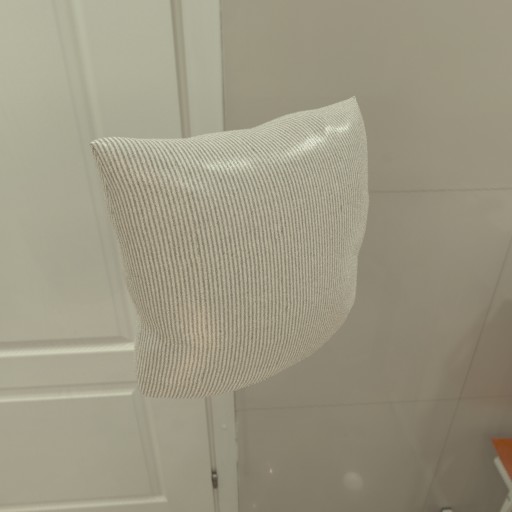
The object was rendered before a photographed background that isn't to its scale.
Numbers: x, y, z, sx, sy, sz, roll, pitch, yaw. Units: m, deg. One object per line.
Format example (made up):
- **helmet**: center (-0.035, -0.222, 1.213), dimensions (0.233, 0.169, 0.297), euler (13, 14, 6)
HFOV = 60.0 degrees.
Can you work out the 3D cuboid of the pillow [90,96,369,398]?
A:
- **pillow**: center (0.000, 0.000, 0.697), dimensions (0.387, 0.432, 0.310), euler (-2, 30, -3)
